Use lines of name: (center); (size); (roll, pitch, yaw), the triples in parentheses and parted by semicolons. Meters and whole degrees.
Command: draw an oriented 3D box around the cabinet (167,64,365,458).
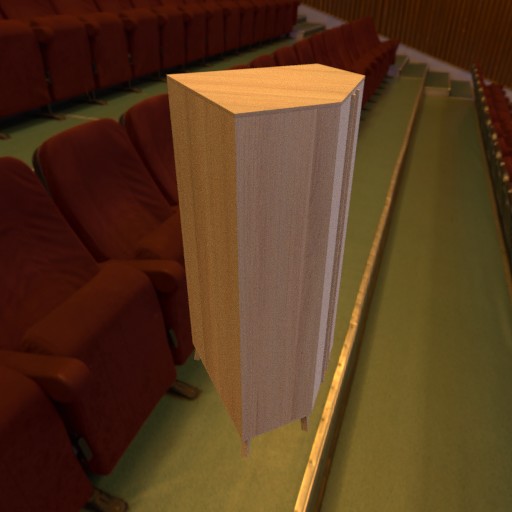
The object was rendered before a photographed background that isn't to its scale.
cabinet: (0.000, 0.000, 2.623); (0.969, 1.957, 1.272); (11, 33, 17)
